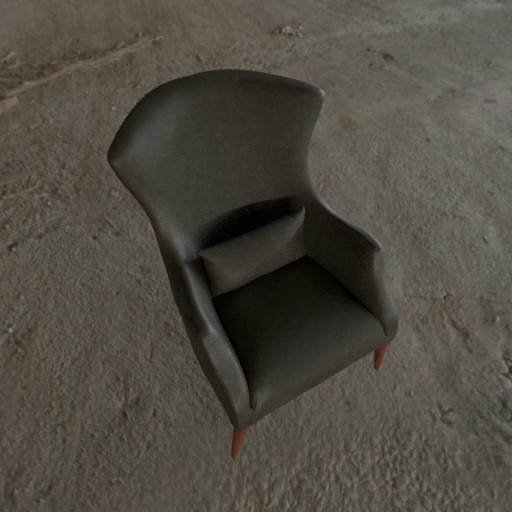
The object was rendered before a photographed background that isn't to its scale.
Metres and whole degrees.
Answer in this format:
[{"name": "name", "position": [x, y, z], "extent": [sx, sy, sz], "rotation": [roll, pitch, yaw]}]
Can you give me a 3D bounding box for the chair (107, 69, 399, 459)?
[{"name": "chair", "position": [0.000, 0.000, 1.724], "extent": [0.819, 1.068, 0.954], "rotation": [-24, 52, -21]}]
